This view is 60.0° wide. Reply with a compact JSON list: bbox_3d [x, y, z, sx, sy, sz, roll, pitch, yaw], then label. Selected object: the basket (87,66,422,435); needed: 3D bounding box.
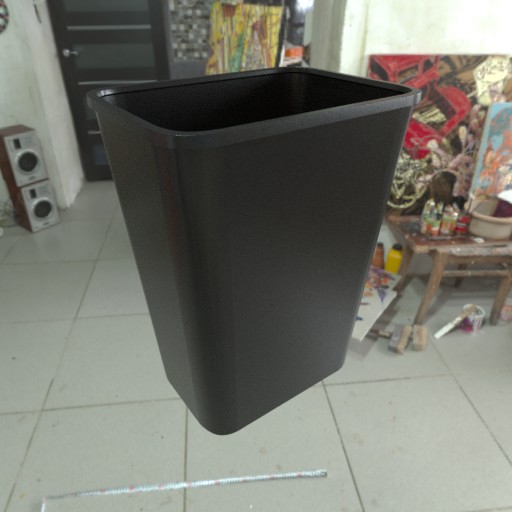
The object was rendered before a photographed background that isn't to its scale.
[{"bbox_3d":[0.000,0.000,0.730,0.394,0.521,0.287,-21,37,-30],"label":"basket"}]
